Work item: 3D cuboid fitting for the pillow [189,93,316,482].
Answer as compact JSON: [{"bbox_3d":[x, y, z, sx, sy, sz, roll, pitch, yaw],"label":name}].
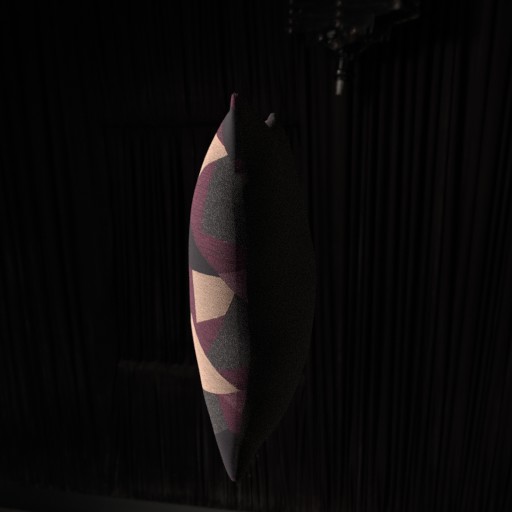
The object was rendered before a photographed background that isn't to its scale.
[{"bbox_3d":[0.000,0.000,0.763,0.208,0.496,0.503,2,15,7],"label":"pillow"}]
